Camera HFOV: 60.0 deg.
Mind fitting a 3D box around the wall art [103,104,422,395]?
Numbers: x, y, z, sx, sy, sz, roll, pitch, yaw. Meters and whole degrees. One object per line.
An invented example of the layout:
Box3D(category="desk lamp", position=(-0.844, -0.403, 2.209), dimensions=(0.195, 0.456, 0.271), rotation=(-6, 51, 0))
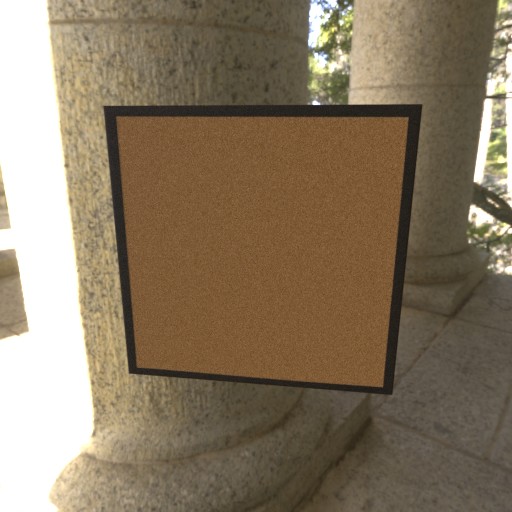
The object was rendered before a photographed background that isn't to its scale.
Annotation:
Box3D(category="wall art", position=(0.000, 0.000, 1.072), dimensions=(0.695, 0.691, 0.029), rotation=(2, 17, 8))
